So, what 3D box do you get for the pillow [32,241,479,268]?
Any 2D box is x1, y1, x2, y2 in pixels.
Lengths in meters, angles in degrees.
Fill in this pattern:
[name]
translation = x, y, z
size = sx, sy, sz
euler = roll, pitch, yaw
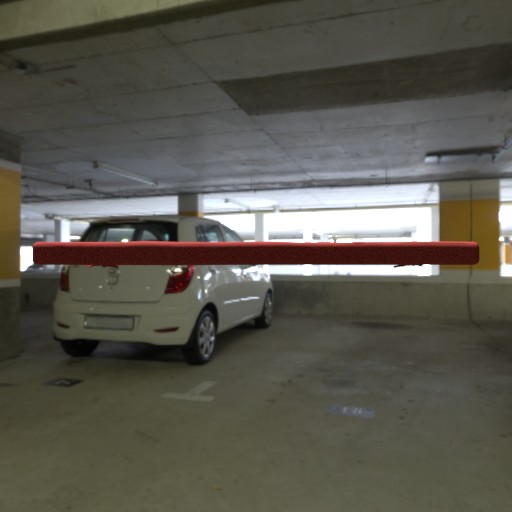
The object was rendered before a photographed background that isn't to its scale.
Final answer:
[pillow]
translation = 0.000, 0.000, 1.364
size = 1.187, 0.081, 0.492
euler = 0, -1, 0
